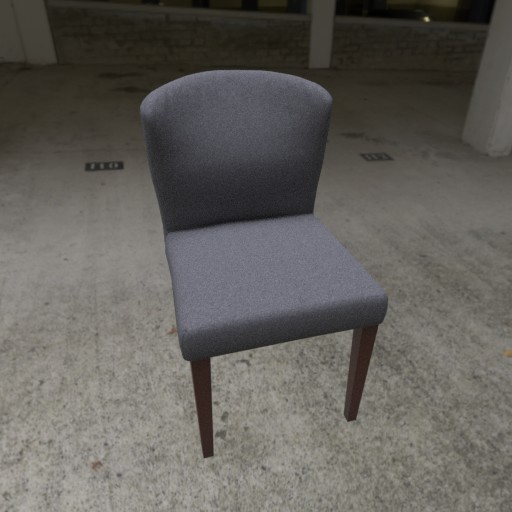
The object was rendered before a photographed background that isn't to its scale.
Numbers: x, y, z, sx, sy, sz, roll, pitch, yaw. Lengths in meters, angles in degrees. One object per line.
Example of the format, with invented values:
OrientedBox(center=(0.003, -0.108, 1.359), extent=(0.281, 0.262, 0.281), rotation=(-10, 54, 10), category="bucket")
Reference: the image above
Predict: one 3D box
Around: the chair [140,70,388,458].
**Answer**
OrientedBox(center=(0.000, 0.000, 1.187), extent=(0.491, 0.839, 0.592), rotation=(-9, 34, -13), category="chair")
